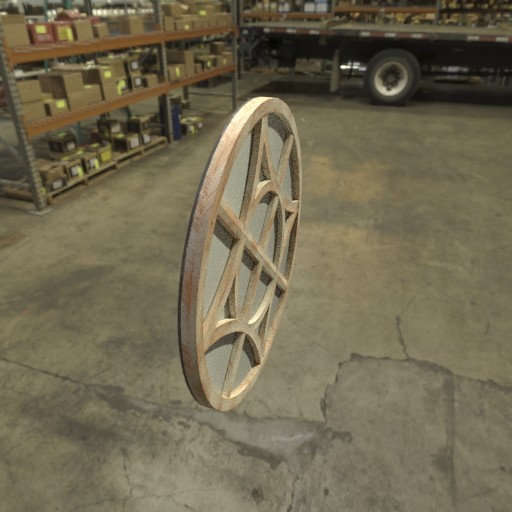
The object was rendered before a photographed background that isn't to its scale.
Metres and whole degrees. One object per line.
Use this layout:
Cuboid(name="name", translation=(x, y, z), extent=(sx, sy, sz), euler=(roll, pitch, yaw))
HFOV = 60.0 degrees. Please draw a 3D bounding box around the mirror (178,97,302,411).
Cuboid(name="mirror", translation=(0.000, 0.000, 1.052), extent=(0.038, 0.710, 0.710), euler=(10, 32, 17))
